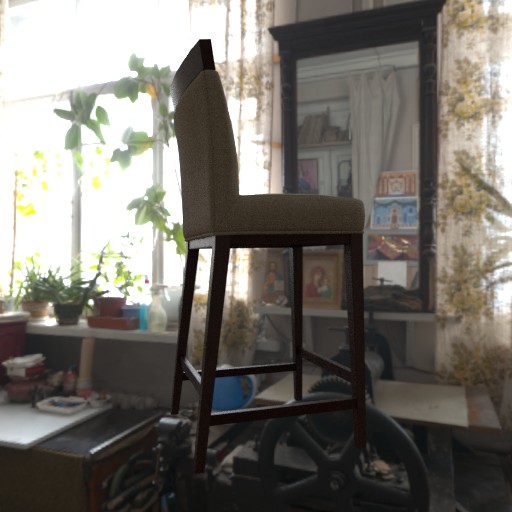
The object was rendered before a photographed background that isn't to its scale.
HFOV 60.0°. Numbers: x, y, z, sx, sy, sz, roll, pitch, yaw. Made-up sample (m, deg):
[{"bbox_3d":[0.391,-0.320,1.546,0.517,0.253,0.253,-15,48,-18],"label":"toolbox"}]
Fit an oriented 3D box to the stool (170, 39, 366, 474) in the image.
[{"bbox_3d":[0.000,0.000,1.302,0.480,1.011,0.463,0,0,-18],"label":"stool"}]
